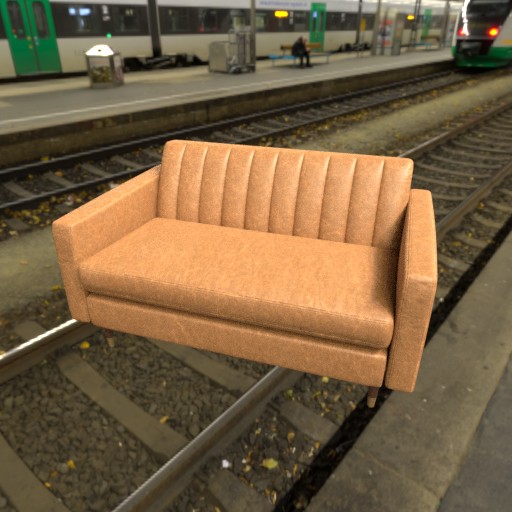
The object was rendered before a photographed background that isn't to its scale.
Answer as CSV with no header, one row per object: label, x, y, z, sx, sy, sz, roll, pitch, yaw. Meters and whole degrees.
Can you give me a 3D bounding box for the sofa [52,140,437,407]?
sofa,0.000,0.000,2.113,1.549,0.820,0.960,9,29,16
